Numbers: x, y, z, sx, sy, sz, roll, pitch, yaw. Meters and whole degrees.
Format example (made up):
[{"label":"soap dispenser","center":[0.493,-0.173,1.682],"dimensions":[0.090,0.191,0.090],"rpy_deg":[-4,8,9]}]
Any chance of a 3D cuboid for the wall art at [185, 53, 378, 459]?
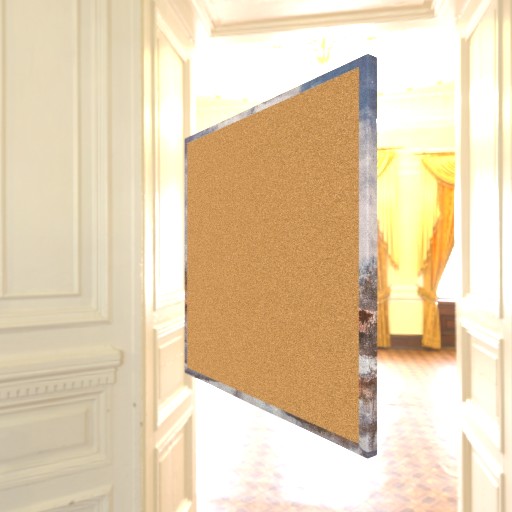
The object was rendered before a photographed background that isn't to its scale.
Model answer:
[{"label":"wall art","center":[0.000,0.000,1.531],"dimensions":[0.040,1.020,1.010],"rpy_deg":[0,0,-36]}]
